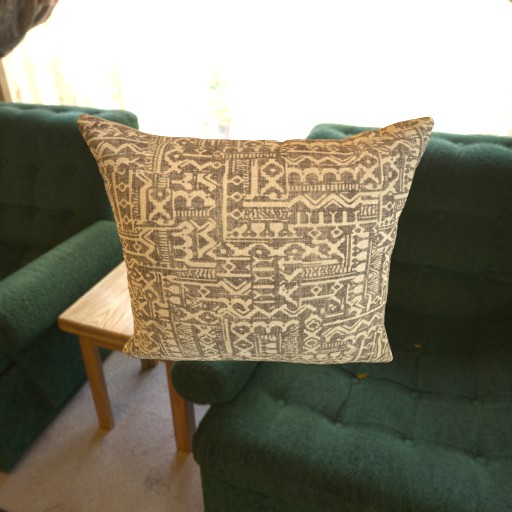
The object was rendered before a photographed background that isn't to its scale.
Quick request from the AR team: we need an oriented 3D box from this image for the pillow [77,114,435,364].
[{"bbox_3d":[0.000,0.000,0.783,0.546,0.487,0.180,1,30,2],"label":"pillow"}]
